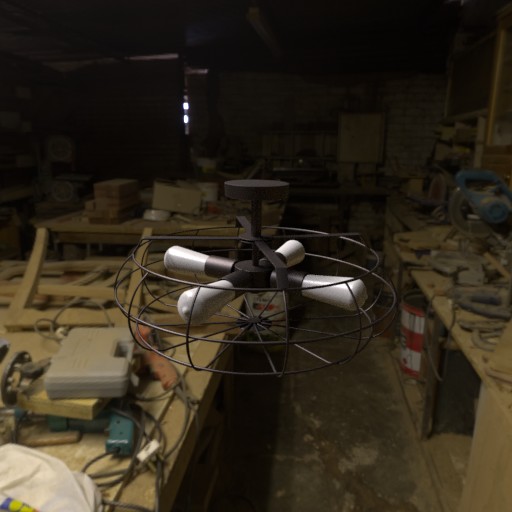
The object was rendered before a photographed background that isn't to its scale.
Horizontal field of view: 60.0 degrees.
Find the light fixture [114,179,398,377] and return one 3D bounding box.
[{"bbox_3d":[0.000,0.000,0.941,0.582,0.311,0.582,0,15,0],"label":"light fixture"}]
